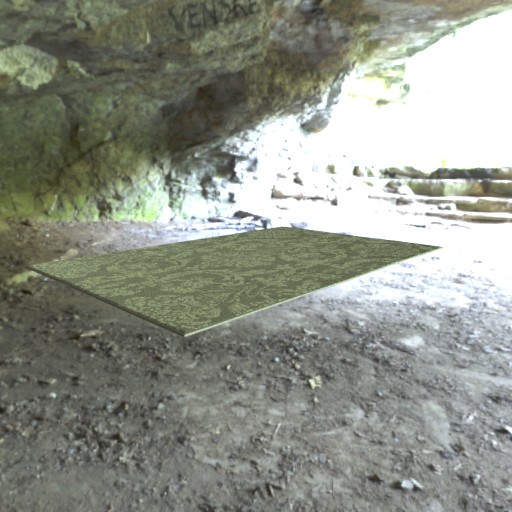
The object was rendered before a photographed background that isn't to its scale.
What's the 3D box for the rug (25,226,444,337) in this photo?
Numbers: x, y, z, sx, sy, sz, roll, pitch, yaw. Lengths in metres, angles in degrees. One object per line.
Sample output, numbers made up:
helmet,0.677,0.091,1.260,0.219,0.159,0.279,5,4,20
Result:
rug,0.000,0.000,2.278,1.206,0.012,1.824,11,16,43
